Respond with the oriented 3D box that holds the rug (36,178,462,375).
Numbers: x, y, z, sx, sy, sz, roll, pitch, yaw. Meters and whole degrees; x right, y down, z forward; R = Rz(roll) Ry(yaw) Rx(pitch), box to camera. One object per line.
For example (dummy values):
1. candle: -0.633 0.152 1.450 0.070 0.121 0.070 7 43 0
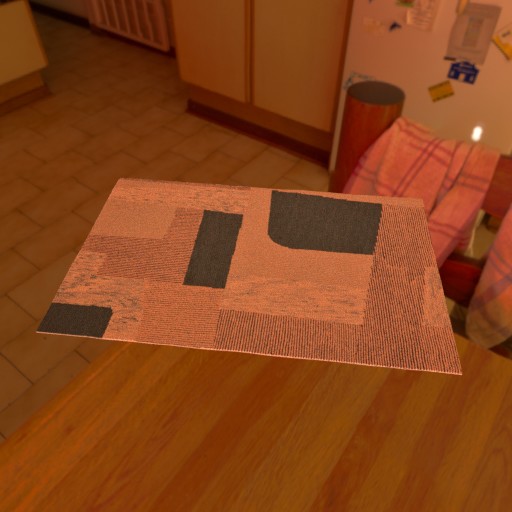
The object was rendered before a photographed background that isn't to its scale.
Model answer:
1. rug: 0.000 0.000 3.030 2.436 0.015 1.521 5 46 5
